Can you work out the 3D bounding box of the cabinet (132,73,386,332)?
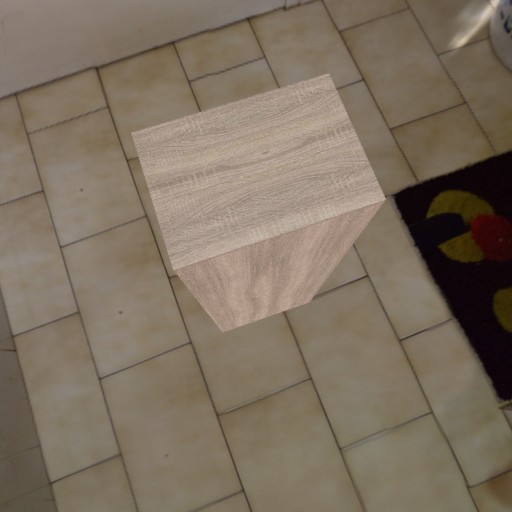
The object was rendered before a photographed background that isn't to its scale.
[{"bbox_3d":[0.000,0.000,2.059,0.570,1.850,0.400,-18,76,-5],"label":"cabinet"}]
